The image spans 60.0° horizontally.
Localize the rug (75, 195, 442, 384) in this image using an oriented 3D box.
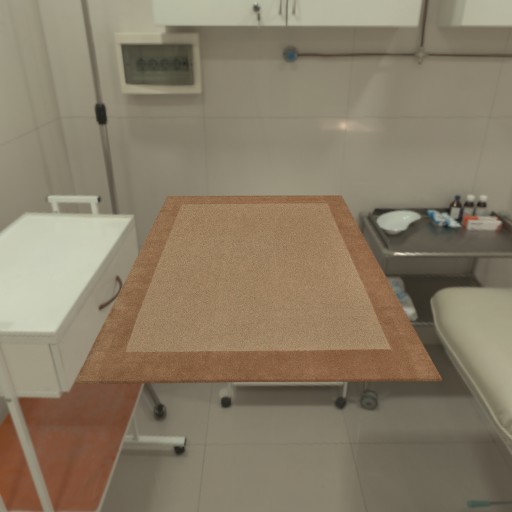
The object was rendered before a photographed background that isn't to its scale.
[{"bbox_3d":[0.000,0.000,2.283,1.219,0.014,1.829,0,27,-1],"label":"rug"}]
